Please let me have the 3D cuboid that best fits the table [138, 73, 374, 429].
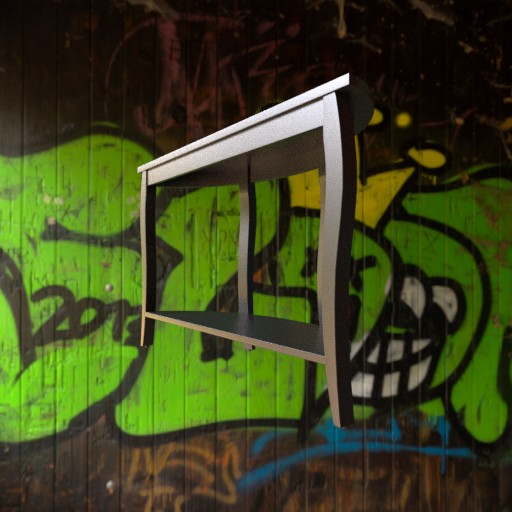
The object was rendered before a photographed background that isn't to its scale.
[{"bbox_3d":[0.000,0.000,1.560,0.394,0.780,1.219,0,-1,-36],"label":"table"}]
